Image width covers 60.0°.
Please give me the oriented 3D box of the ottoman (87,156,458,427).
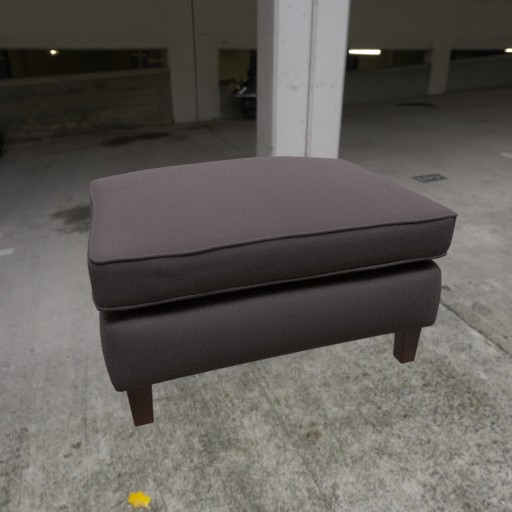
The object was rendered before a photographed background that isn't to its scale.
[{"bbox_3d":[0.000,0.000,1.002,0.686,0.406,0.508,-8,27,-16],"label":"ottoman"}]
